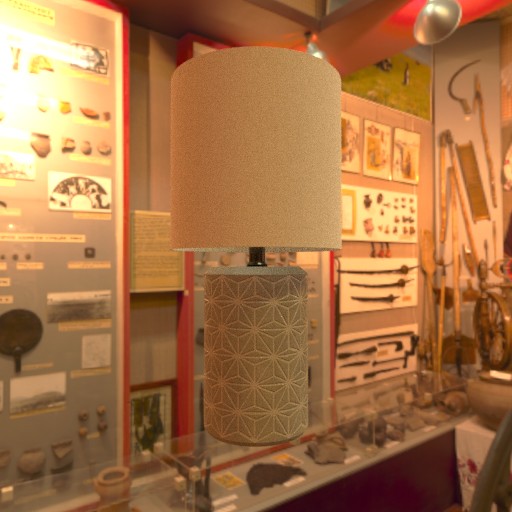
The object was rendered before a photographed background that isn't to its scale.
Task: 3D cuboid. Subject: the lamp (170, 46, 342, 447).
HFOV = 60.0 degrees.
[{"bbox_3d":[0.000,0.000,0.543,0.206,0.416,0.206,1,-1,-36],"label":"lamp"}]
